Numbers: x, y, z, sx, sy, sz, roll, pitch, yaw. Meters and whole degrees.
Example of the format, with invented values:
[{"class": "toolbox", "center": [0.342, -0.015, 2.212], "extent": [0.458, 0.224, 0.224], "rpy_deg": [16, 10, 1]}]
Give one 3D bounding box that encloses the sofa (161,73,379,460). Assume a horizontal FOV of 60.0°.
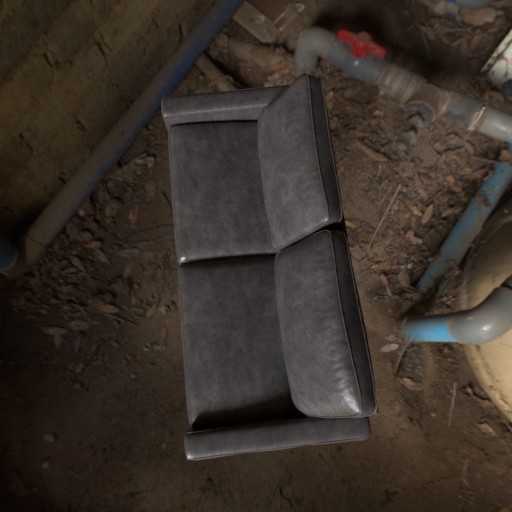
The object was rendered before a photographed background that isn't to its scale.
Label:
[{"class": "sofa", "center": [0.000, 0.000, 2.555], "extent": [0.939, 0.916, 2.081], "rpy_deg": [-6, 75, -2]}]
